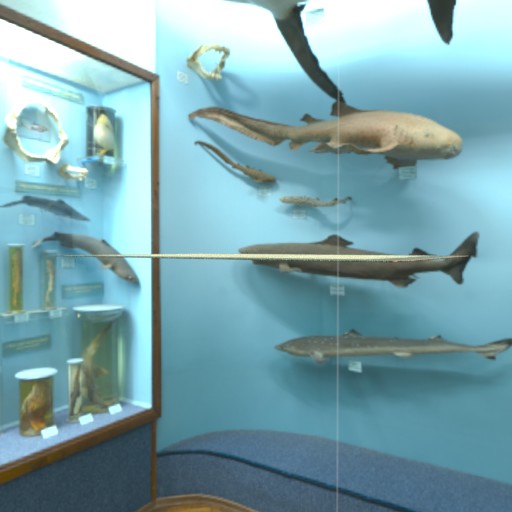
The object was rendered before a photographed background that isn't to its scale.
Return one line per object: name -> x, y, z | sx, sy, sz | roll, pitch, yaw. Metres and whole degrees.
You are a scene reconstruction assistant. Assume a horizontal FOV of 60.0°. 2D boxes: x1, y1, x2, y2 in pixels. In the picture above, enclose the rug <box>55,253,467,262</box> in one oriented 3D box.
rug -> 0.000, 0.000, 3.038 | 2.435, 0.006, 1.521 | 1, 1, 36
